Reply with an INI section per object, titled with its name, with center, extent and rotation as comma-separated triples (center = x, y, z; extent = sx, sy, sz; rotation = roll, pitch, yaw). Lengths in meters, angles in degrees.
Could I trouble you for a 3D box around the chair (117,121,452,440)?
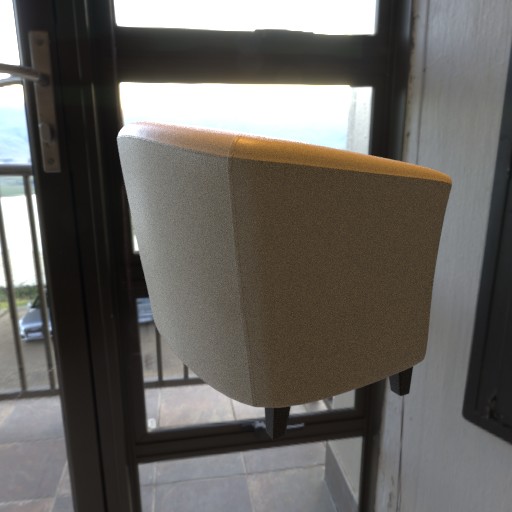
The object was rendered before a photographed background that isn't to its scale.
[chair]
center = 0.000, 0.000, 1.327
extent = 0.727, 0.756, 0.792
rotation = -7, 16, -27
